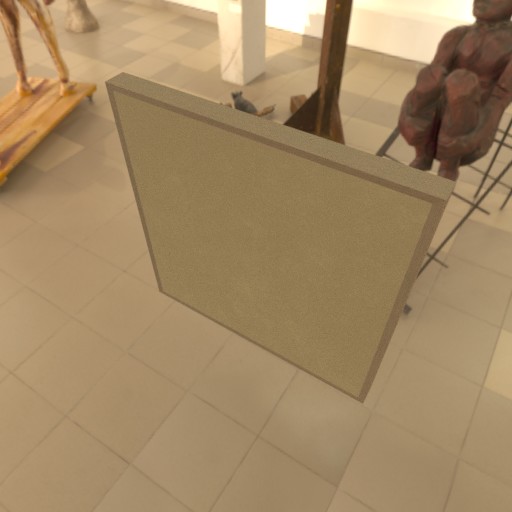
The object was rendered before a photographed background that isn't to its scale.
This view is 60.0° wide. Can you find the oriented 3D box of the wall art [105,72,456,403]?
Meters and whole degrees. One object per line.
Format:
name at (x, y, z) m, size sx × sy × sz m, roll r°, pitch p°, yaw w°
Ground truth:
wall art at (0.000, 0.000, 0.765) m, size 0.508 × 0.506 × 0.038 m, roll 25°, pitch 52°, yaw 21°
